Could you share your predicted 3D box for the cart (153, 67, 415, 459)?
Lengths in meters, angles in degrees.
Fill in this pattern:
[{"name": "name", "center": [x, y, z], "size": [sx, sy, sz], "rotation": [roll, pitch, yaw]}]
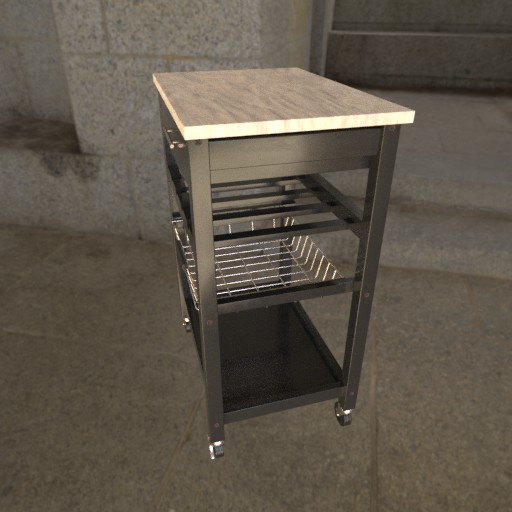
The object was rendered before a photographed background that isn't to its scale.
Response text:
[{"name": "cart", "center": [0.000, 0.000, 1.167], "size": [0.403, 0.839, 0.584], "rotation": [-8, 31, -14]}]
